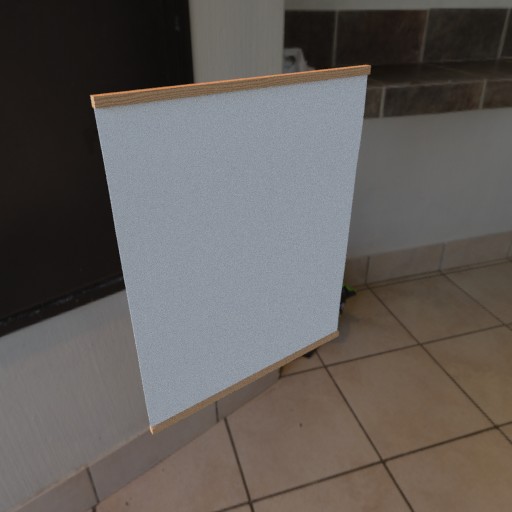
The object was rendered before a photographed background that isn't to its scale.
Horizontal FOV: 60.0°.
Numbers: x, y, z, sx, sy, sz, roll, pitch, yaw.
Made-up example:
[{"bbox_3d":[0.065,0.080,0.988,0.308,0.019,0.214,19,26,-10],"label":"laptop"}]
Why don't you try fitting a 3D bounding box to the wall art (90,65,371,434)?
[{"bbox_3d":[0.000,0.000,0.672,0.404,0.507,0.010,-20,36,-30],"label":"wall art"}]
